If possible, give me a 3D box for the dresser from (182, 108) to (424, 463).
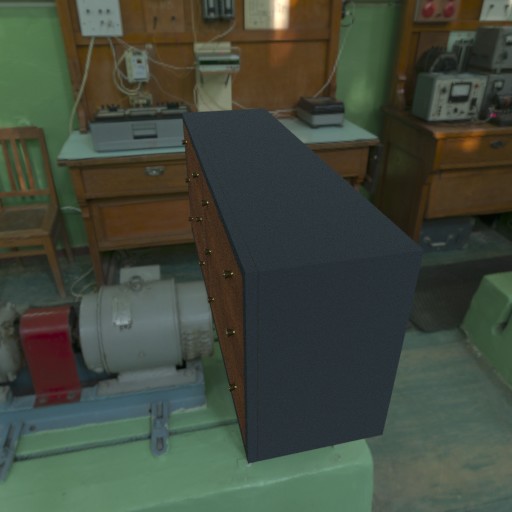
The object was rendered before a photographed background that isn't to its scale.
[{"bbox_3d":[0.000,0.000,1.893,0.463,0.872,1.558,-7,31,-11],"label":"dresser"}]
